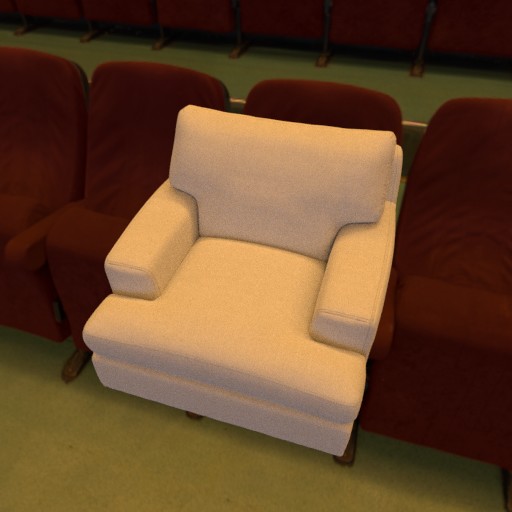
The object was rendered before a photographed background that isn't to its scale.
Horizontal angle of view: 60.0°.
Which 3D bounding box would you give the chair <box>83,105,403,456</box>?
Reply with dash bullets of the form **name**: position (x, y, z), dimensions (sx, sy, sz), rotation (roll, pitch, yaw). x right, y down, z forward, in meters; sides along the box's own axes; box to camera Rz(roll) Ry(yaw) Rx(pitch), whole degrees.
- **chair**: position (0.000, 0.000, 1.950), dimensions (1.140, 0.930, 1.158), rotation (12, 43, 13)
